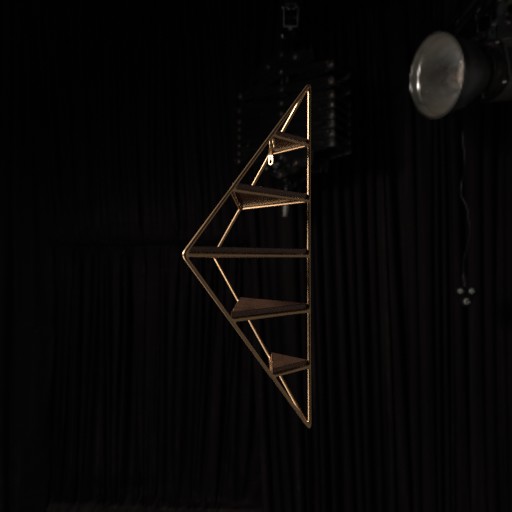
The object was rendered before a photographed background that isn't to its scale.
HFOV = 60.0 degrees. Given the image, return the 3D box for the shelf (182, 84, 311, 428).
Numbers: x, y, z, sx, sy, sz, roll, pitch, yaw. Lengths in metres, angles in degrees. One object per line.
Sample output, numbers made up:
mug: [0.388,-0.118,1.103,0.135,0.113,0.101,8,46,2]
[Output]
shelf: [0.000,0.000,1.182,0.294,0.913,0.564,0,0,1]
